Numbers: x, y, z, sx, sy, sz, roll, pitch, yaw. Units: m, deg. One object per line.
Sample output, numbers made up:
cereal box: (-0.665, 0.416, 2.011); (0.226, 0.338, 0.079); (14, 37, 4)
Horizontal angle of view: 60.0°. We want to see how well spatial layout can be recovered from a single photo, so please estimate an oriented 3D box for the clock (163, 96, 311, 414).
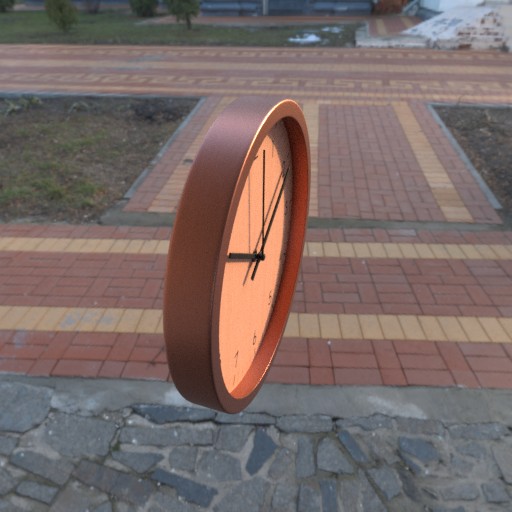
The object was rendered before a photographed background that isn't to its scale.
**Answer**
clock: (0.000, 0.000, 0.463); (0.040, 0.313, 0.313); (11, 34, 16)
